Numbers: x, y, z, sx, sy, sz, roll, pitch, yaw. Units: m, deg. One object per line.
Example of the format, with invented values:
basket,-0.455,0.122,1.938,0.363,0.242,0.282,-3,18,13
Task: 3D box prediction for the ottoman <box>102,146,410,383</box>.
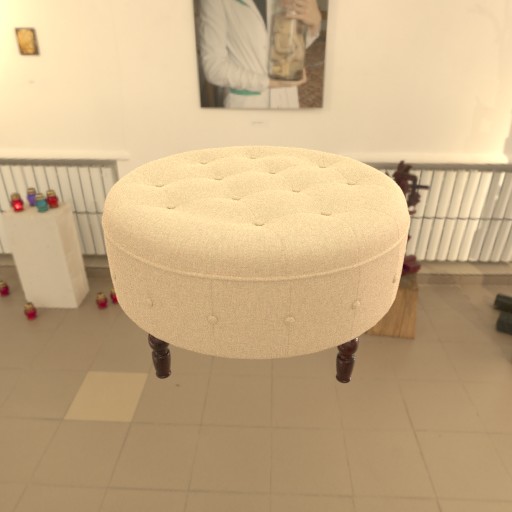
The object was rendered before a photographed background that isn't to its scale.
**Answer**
ottoman,0.000,0.000,1.354,0.848,0.494,0.848,0,28,0
